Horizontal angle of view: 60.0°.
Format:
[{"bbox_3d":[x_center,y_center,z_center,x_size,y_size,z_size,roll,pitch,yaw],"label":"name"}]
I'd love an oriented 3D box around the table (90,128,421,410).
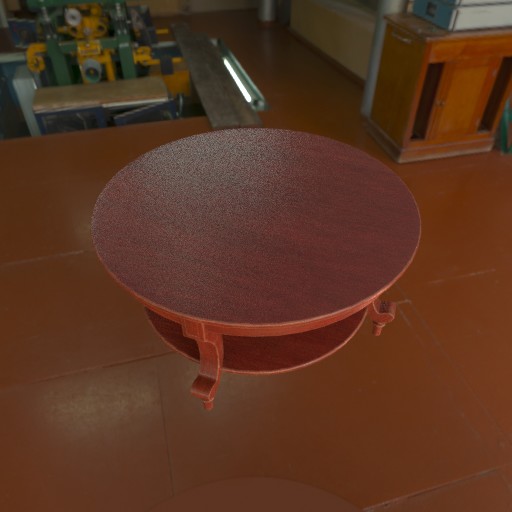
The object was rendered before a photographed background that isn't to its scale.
[{"bbox_3d":[0.000,0.000,1.584,1.029,0.486,1.029,0,42,0],"label":"table"}]
